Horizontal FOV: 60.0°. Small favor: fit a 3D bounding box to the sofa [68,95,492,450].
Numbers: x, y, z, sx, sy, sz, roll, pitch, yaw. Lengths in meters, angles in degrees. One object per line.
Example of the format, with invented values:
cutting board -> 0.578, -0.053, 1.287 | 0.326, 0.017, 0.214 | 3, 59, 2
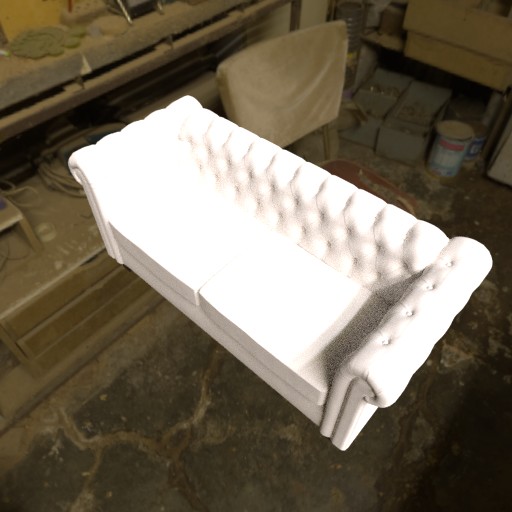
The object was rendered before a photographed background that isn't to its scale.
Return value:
sofa -> 0.000, 0.000, 2.167 | 1.798, 0.796, 0.771 | 34, 57, 26
